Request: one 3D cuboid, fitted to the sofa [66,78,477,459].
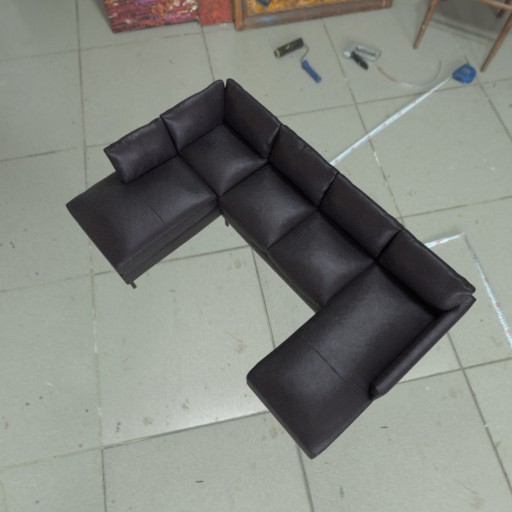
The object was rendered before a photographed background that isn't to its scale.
[{"bbox_3d":[0.000,0.000,3.759,1.939,0.900,2.956,-38,70,-16],"label":"sofa"}]
